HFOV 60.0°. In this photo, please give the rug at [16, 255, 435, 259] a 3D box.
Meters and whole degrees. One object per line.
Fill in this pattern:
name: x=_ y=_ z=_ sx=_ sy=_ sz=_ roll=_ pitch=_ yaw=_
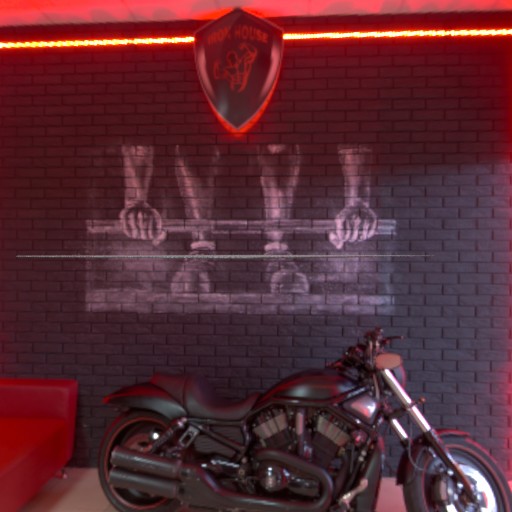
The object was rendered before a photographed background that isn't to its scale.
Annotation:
rug: x=0.000 y=0.000 z=5.030 sx=2.894 sy=0.011 sz=3.957 roll=0 pitch=0 yaw=36
